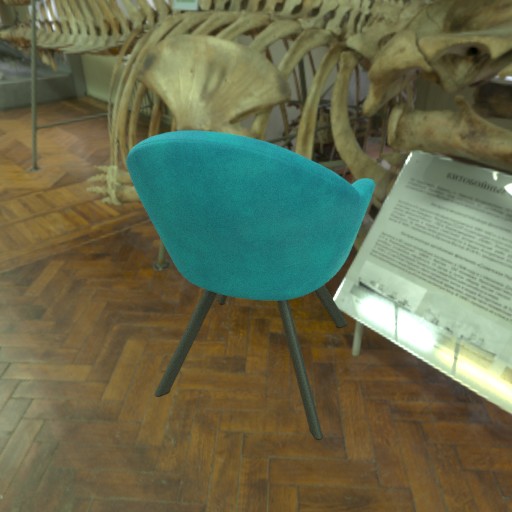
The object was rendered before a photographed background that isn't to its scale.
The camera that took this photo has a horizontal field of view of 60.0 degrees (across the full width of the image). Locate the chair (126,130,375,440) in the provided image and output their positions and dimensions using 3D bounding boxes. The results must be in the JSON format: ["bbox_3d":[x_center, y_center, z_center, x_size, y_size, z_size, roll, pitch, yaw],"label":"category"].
[{"bbox_3d":[0.000,0.000,1.178,0.550,0.795,0.590,9,32,15],"label":"chair"}]
